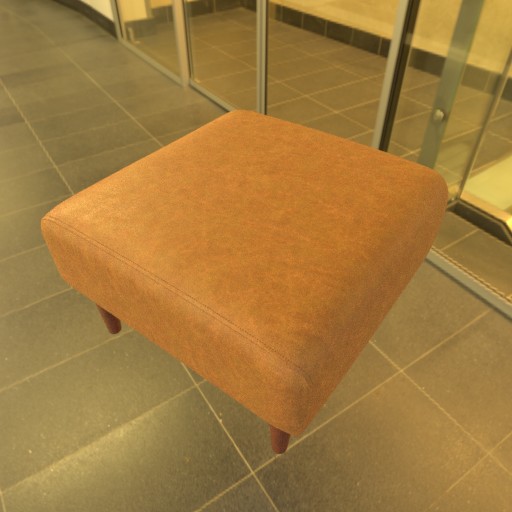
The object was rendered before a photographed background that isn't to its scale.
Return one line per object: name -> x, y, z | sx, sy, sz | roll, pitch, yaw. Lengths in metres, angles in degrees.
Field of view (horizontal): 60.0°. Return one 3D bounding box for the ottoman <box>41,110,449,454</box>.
ottoman -> 0.000, 0.000, 1.038 | 0.650, 0.399, 0.650 | 26, 48, 26
